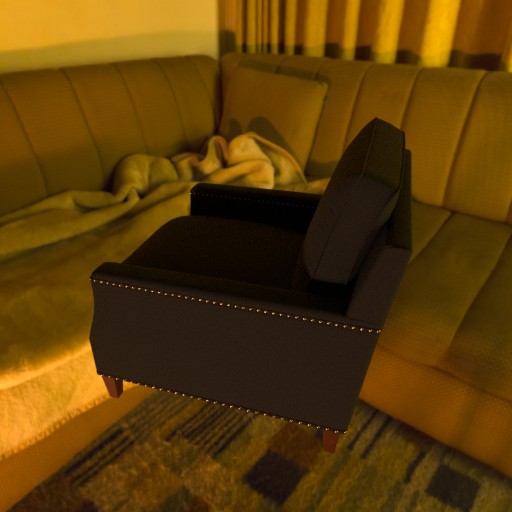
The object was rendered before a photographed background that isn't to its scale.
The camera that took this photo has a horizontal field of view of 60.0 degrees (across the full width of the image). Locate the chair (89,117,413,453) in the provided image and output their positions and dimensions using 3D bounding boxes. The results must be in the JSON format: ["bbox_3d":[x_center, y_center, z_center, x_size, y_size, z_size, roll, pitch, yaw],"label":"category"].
[{"bbox_3d":[0.000,0.000,1.665,1.014,0.943,0.853,8,31,15],"label":"chair"}]
